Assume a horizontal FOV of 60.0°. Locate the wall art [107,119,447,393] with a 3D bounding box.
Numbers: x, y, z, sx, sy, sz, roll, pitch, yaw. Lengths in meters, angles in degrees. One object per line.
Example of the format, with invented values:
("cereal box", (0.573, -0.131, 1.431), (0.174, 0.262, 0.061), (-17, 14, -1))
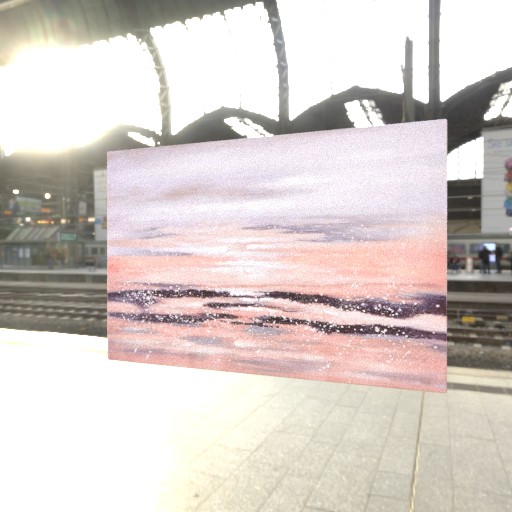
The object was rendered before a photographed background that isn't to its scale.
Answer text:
("wall art", (0.000, 0.000, 1.154), (0.913, 0.609, 0.038), (0, 0, 20))
